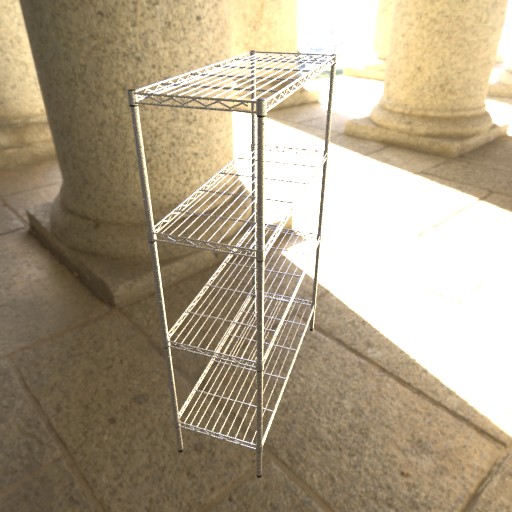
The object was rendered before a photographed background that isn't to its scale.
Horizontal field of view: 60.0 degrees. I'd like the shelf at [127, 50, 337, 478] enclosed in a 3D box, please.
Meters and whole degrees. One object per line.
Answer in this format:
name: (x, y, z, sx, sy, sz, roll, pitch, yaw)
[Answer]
shelf: (0.000, 0.000, 1.721, 0.352, 1.360, 0.907, 10, 32, 16)
